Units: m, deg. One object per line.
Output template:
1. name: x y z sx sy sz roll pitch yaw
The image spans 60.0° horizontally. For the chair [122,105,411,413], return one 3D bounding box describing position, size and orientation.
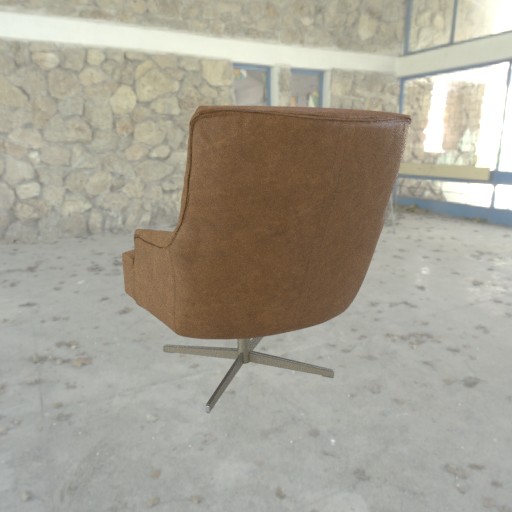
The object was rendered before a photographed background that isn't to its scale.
1. chair: 0.000 0.000 1.466 0.729 0.869 0.874 -7 15 -26
